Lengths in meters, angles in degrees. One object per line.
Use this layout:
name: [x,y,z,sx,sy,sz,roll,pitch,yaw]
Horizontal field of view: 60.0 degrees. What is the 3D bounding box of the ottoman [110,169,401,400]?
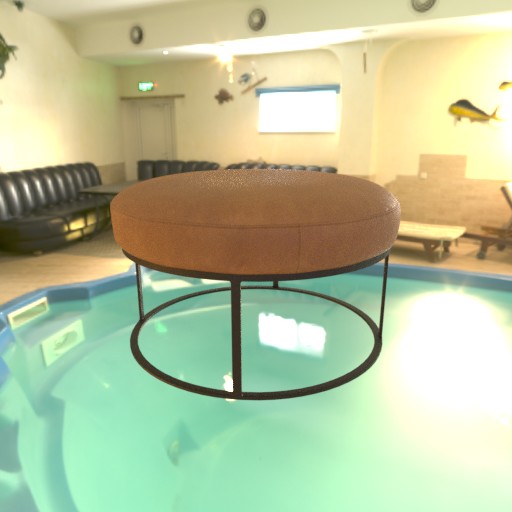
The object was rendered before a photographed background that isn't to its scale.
ottoman: [0.000,0.000,1.278,0.771,0.460,0.771,0,16,0]
